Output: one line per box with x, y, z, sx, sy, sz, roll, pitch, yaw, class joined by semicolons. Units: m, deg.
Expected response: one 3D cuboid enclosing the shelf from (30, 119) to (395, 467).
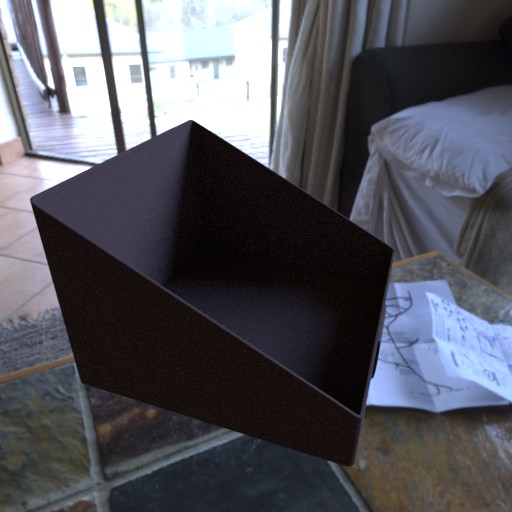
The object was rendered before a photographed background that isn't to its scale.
0.000;0.000;0.489;0.292;0.210;0.292;11;32;17;shelf
